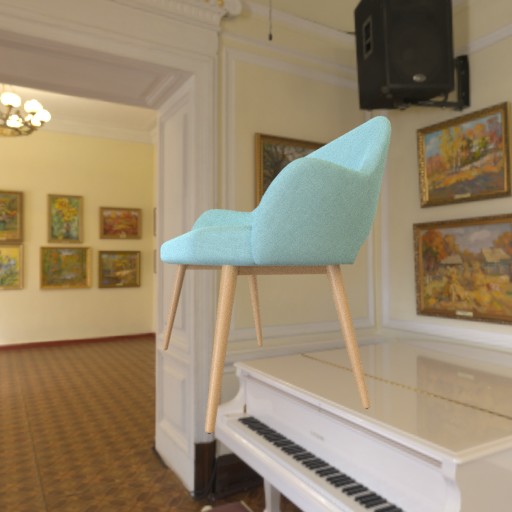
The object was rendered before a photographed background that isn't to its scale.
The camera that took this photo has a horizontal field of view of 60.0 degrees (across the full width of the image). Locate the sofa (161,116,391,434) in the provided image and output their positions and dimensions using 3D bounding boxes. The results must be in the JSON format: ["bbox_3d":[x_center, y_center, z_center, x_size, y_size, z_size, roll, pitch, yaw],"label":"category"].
[{"bbox_3d":[0.000,0.000,1.600,0.610,0.840,1.150,0,-1,-17],"label":"sofa"}]
